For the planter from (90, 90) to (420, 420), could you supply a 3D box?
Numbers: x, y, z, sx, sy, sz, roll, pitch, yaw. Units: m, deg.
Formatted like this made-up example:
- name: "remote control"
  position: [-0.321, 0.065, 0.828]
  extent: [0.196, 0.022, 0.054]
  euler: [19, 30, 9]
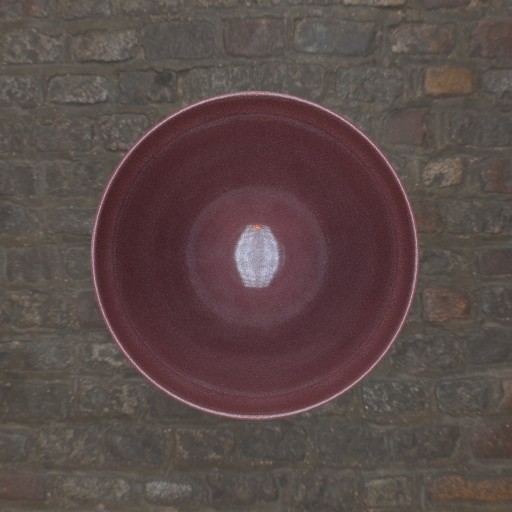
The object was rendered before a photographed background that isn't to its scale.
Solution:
- name: "planter"
  position: [0.000, 0.000, 0.368]
  extent: [0.195, 0.214, 0.195]
  euler: [0, 90, 1]
